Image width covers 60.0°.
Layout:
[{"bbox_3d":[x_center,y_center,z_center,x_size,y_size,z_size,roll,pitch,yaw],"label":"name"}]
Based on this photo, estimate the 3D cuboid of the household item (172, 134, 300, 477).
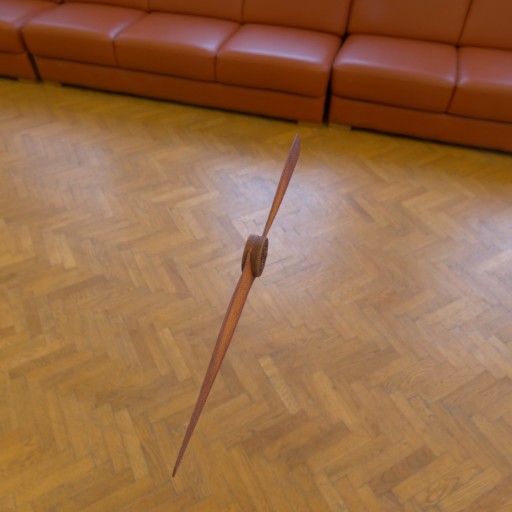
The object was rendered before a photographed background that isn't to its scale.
[{"bbox_3d":[0.000,0.000,1.235,0.051,0.121,1.181,12,49,10],"label":"household item"}]
